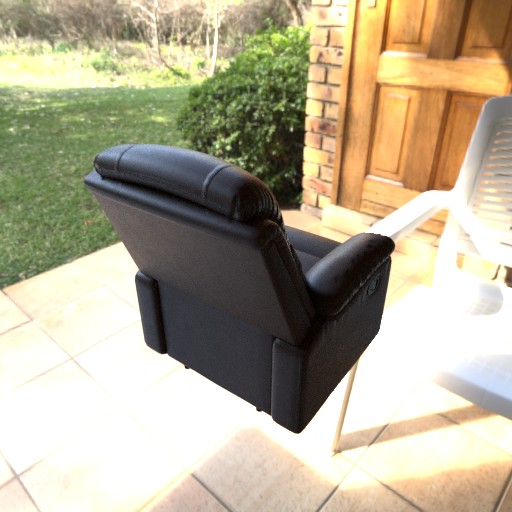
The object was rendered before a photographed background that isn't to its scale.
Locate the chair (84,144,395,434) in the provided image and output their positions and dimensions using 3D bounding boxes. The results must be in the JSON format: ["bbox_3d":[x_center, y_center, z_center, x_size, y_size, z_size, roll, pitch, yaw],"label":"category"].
[{"bbox_3d":[0.000,0.000,1.705,0.855,0.992,0.919,20,36,31],"label":"chair"}]
